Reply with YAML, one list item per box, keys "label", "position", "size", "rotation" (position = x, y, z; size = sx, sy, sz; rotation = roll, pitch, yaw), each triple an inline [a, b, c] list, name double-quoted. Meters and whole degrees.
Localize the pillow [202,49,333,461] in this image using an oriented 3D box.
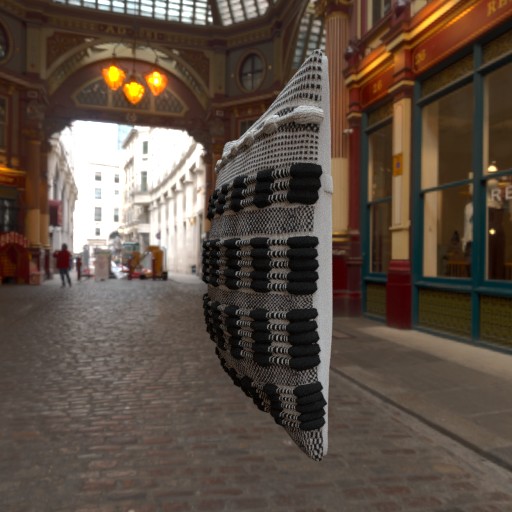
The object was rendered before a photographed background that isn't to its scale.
- label: "pillow"
  position: [0.000, 0.000, 0.668]
  size: [0.156, 0.438, 0.436]
  rotation: [0, 1, -17]
